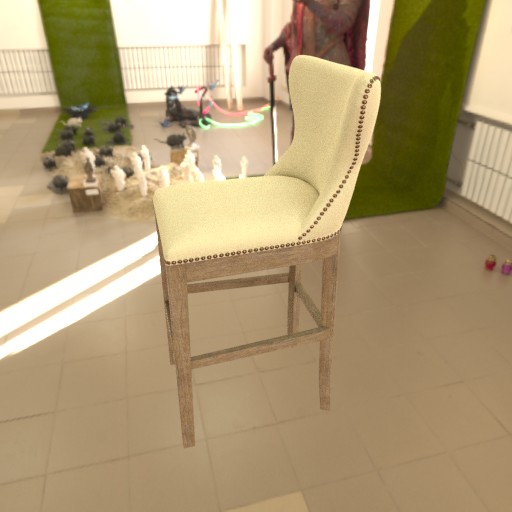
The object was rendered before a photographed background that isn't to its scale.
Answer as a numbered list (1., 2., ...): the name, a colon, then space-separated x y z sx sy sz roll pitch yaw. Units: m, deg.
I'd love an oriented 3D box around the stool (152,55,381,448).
1. stool: 0.000 0.000 1.411 0.606 1.123 0.494 -8 31 -13
